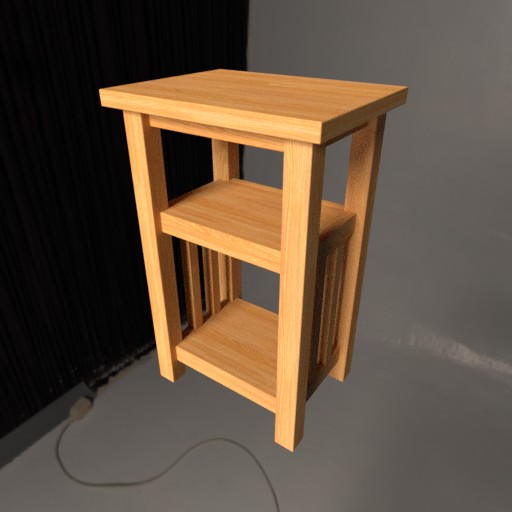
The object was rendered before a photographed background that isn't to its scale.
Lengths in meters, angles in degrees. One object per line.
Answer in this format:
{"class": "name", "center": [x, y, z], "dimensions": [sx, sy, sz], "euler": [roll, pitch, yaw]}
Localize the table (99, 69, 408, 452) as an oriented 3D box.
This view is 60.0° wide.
{"class": "table", "center": [0.000, 0.000, 0.766], "dimensions": [0.350, 0.550, 0.270], "euler": [19, 35, 30]}
